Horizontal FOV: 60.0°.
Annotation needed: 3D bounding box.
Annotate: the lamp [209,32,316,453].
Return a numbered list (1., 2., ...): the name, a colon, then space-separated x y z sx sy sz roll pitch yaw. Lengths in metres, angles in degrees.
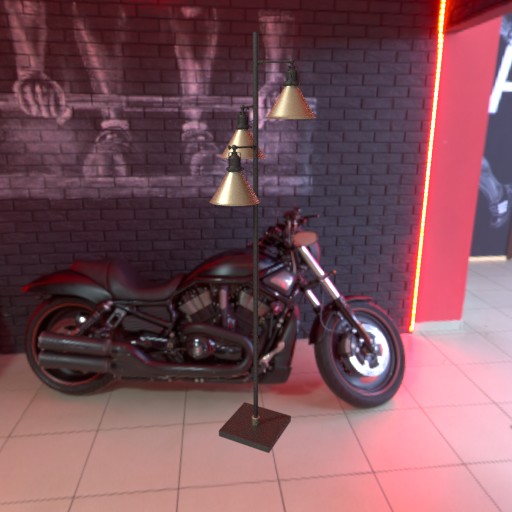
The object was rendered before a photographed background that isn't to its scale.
1. lamp: 0.000 0.000 1.855 0.428 1.716 0.415 7 17 25
